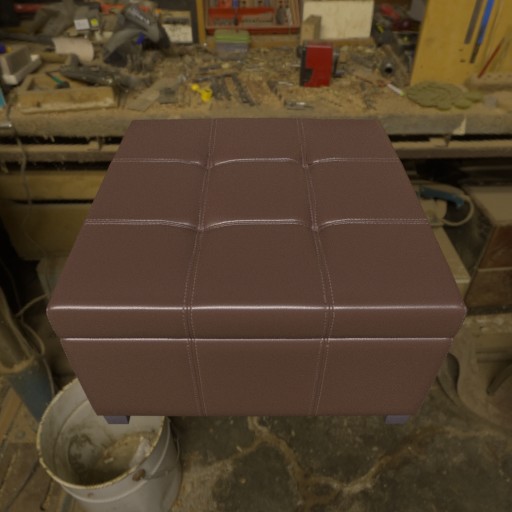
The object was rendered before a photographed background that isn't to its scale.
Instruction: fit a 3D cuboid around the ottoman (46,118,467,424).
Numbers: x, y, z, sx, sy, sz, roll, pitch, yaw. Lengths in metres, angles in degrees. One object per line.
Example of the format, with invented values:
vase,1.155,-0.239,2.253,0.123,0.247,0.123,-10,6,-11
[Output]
ottoman,0.000,0.000,1.231,0.787,0.460,0.788,0,42,0
